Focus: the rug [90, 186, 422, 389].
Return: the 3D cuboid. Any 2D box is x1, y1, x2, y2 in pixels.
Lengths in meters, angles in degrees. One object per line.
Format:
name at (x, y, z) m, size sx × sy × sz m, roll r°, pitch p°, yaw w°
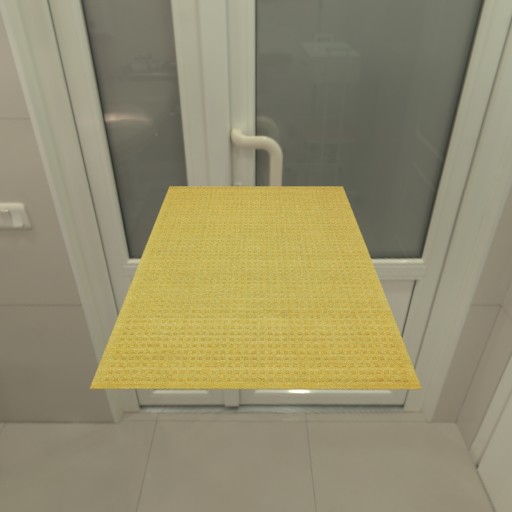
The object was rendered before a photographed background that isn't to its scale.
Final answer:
rug at (0.000, 0.000, 3.857) m, size 1.981 × 0.006 × 2.895 m, roll 0°, pitch 33°, yaw 0°
